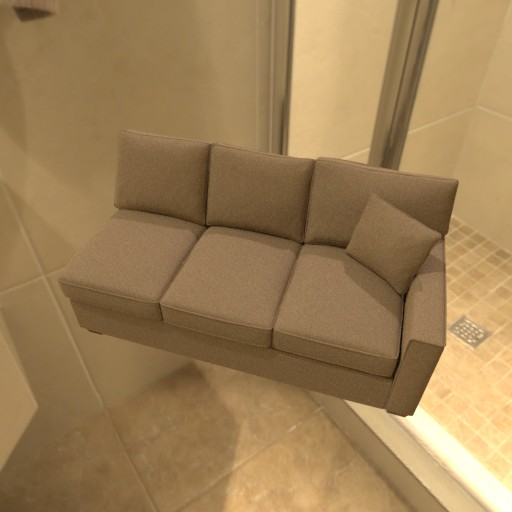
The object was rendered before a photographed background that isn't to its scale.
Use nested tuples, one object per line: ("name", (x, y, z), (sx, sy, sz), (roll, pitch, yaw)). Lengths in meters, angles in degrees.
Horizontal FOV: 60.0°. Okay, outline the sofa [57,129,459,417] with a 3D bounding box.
("sofa", (0.000, 0.000, 2.504), (1.963, 0.946, 1.034), (12, 43, 13))
